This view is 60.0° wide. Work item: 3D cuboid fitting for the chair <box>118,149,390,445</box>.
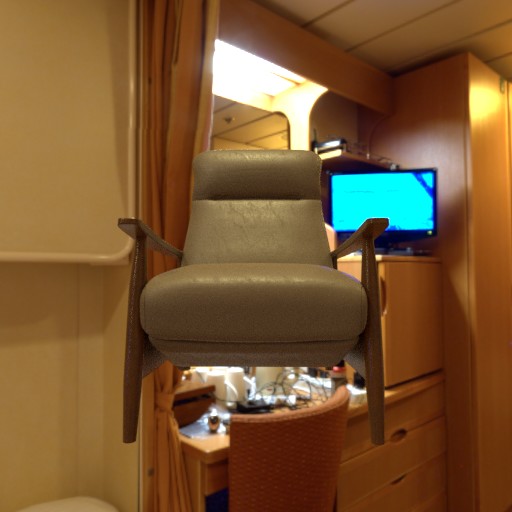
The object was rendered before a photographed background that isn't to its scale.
[{"bbox_3d":[0.000,0.000,1.730,0.762,1.082,1.014,0,-2,1],"label":"chair"}]
